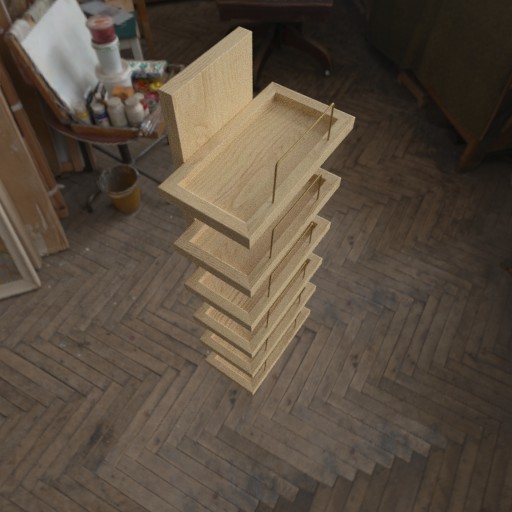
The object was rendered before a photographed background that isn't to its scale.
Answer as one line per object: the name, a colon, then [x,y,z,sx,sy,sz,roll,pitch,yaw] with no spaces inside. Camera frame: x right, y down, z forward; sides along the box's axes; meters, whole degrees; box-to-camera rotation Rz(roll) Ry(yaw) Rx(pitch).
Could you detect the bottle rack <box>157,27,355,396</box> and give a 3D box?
bottle rack: [0.000,0.000,1.043,0.206,0.943,0.330,30,62,18]
